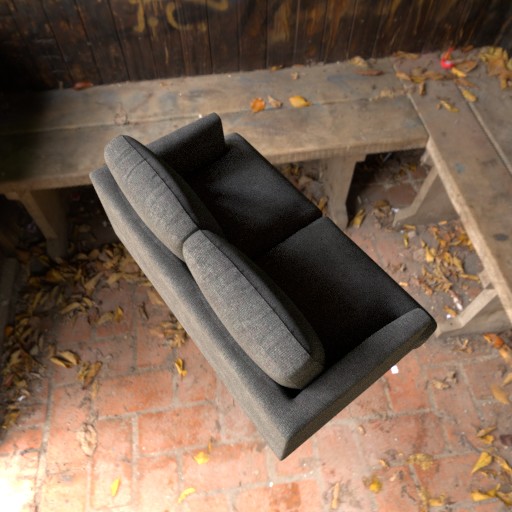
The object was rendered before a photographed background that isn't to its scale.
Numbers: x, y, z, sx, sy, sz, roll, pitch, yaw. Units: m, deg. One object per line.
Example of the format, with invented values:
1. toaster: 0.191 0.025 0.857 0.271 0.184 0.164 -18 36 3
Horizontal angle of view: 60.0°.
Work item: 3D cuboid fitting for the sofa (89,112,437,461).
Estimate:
1. sofa: 0.000 0.000 2.167 0.903 0.956 1.582 -33 63 -19
